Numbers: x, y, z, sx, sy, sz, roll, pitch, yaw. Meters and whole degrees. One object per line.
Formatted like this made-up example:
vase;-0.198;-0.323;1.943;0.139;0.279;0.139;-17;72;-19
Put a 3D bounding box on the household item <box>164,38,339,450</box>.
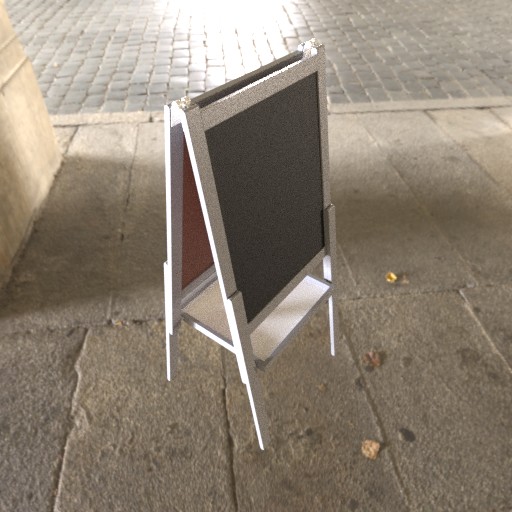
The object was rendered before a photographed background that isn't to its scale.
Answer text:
household item;0.000;0.000;1.408;0.469;1.172;0.531;27;48;27
